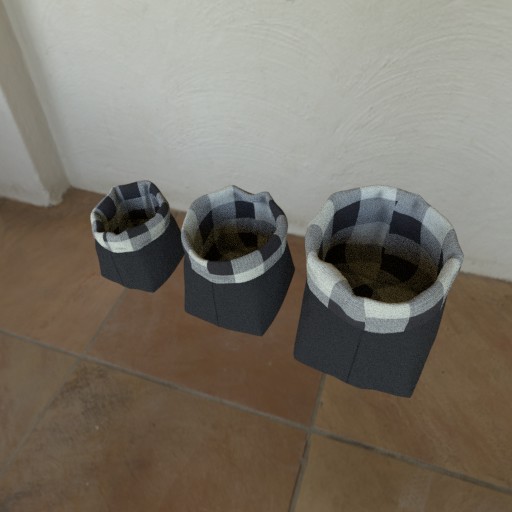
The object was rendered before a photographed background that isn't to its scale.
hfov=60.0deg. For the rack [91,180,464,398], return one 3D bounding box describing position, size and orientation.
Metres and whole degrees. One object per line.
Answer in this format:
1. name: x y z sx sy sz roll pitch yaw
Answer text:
1. rack: 0.000 0.000 1.070 0.889 0.329 0.370 16 48 15
